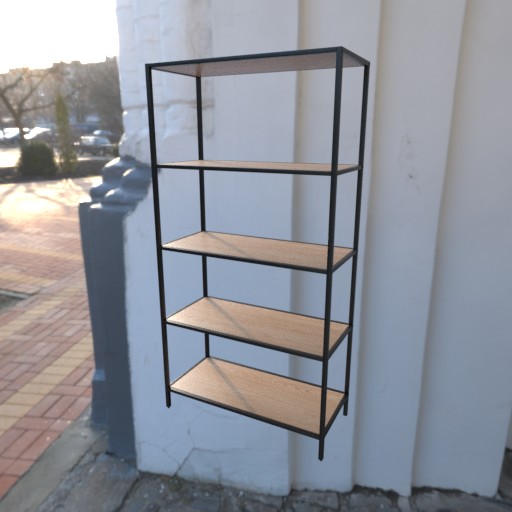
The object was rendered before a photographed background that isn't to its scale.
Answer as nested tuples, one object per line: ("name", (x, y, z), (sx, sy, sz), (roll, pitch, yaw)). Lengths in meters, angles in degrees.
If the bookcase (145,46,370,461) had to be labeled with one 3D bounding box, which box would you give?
("bookcase", (0.000, 0.000, 1.859), (0.770, 1.500, 0.350), (8, 18, 26))
